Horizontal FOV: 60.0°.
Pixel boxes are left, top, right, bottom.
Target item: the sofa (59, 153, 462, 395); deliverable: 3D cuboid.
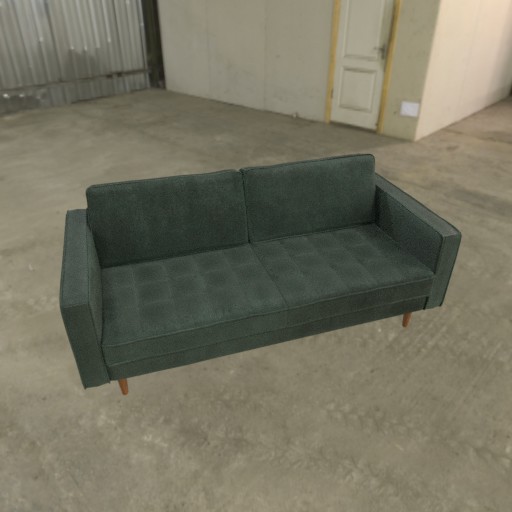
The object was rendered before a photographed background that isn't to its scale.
[{"bbox_3d":[0.000,0.000,2.289,1.816,0.781,0.886,-10,34,-15],"label":"sofa"}]
